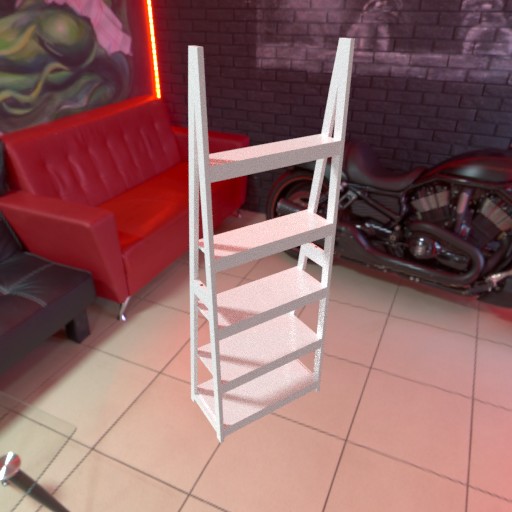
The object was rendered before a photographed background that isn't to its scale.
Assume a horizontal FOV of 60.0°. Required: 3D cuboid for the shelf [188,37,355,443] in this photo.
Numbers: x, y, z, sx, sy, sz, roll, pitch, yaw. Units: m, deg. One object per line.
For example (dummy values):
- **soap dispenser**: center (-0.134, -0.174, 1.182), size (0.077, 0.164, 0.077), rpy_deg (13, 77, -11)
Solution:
- **shelf**: center (0.000, 0.000, 2.021), size (0.636, 1.779, 0.341), rpy_deg (-18, 34, -28)
